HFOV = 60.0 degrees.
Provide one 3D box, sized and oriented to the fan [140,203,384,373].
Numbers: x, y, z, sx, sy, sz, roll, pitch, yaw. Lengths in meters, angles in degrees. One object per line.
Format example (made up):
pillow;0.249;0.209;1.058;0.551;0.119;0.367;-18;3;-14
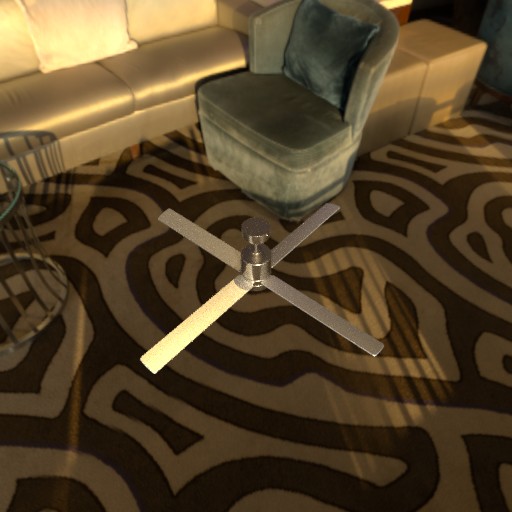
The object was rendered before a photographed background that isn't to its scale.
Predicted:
fan;0.000;0.000;2.011;1.322;0.355;1.322;31;53;27
